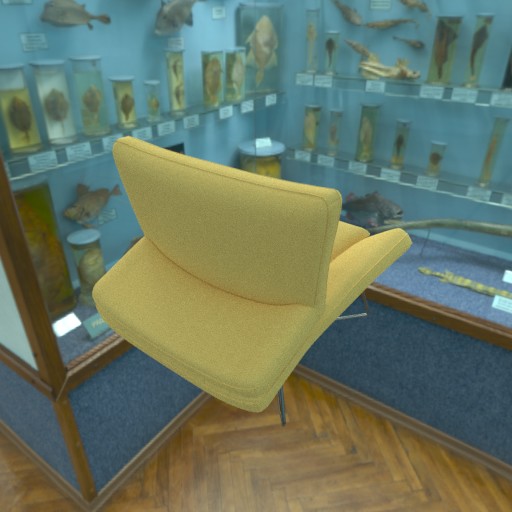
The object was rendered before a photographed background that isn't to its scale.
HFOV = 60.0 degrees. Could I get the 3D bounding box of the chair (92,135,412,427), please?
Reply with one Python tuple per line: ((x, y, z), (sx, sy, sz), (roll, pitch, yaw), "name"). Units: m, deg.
((0.000, 0.000, 1.665), (0.859, 0.855, 1.008), (21, 36, 32), "chair")
